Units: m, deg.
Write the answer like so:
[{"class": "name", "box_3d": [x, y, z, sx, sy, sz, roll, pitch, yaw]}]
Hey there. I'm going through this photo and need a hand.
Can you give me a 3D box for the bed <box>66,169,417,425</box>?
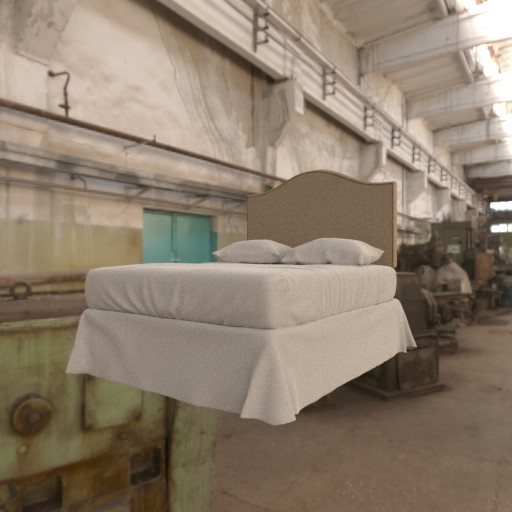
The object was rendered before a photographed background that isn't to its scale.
[{"class": "bed", "box_3d": [0.000, 0.000, 3.471, 1.876, 1.645, 2.221, 0, 0, 36]}]
